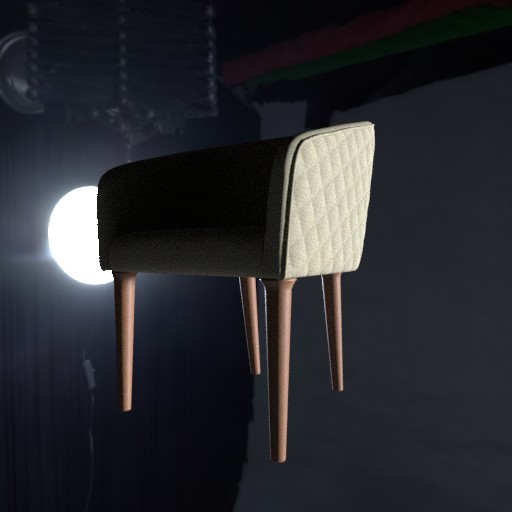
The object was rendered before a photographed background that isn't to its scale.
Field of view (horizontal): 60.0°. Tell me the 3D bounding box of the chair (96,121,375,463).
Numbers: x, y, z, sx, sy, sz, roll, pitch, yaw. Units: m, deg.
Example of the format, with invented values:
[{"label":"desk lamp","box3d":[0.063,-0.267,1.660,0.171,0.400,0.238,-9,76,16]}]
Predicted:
[{"label":"chair","box3d":[0.000,0.000,1.196,0.584,0.775,0.616,1,1,36]}]
